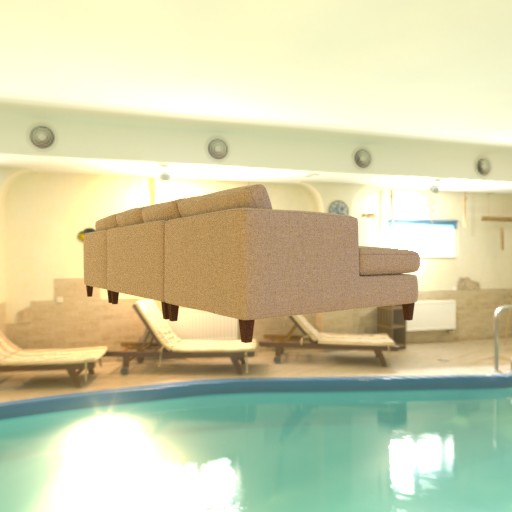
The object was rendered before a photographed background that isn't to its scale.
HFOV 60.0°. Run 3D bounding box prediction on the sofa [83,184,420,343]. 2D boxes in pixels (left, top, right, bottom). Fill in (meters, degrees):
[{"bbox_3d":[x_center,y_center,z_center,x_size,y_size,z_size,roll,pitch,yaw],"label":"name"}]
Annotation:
[{"bbox_3d":[0.000,0.000,4.548,2.593,0.959,3.460,0,0,-35],"label":"sofa"}]
